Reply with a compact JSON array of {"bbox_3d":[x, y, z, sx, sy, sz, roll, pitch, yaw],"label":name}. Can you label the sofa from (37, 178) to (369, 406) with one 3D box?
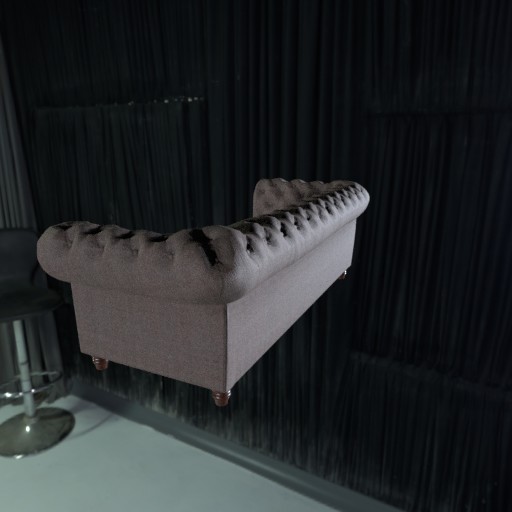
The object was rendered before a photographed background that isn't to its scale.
[{"bbox_3d":[0.000,0.000,2.774,0.944,0.787,2.385,7,17,25],"label":"sofa"}]
